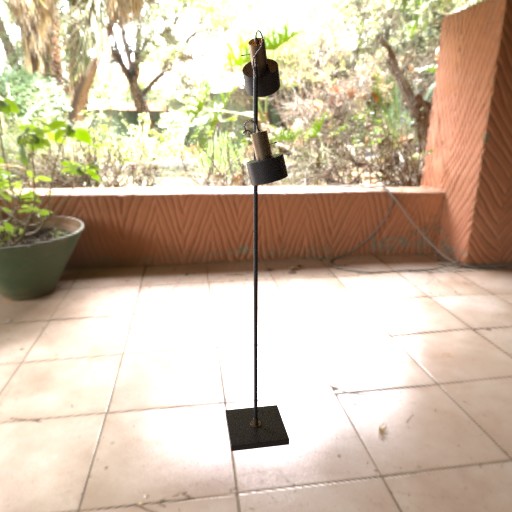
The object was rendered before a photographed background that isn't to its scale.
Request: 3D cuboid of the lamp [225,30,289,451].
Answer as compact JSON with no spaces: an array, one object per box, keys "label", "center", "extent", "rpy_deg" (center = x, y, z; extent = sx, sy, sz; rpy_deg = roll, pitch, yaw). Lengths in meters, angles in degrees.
[{"label":"lamp","center":[0.000,0.000,1.634],"extent":[0.233,1.505,0.315],"rpy_deg":[-3,16,-9]}]
